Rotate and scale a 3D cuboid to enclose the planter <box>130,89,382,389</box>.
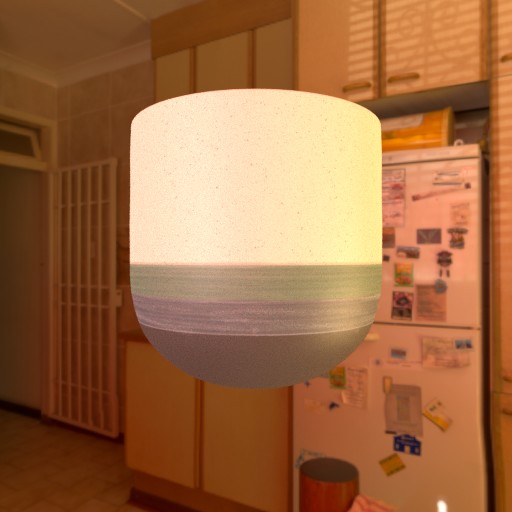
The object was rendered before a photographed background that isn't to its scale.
[{"bbox_3d":[0.000,0.000,0.490,0.268,0.270,0.268,0,0,0],"label":"planter"}]
